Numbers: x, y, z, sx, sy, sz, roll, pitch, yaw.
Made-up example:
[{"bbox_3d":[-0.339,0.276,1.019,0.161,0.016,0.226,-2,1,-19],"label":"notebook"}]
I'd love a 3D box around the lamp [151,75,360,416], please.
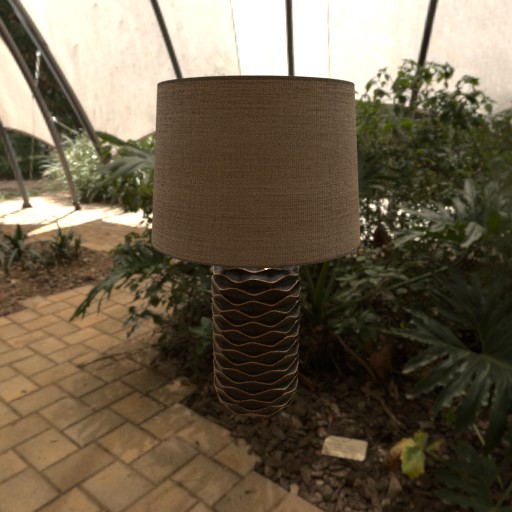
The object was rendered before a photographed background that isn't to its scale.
[{"bbox_3d":[0.000,0.000,0.827,0.376,0.594,0.376,0,16,0],"label":"lamp"}]
